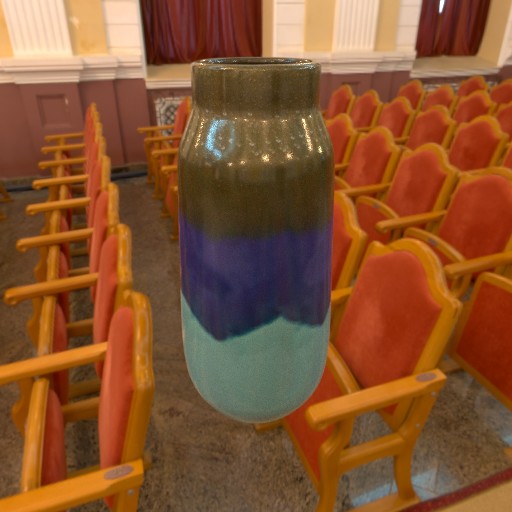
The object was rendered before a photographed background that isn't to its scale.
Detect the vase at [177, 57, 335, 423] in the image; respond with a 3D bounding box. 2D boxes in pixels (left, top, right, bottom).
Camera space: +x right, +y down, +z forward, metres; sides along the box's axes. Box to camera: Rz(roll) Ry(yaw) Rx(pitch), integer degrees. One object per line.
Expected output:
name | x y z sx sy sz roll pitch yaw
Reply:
vase | 0.000 0.000 0.386 0.139 0.313 0.139 0 27 0
